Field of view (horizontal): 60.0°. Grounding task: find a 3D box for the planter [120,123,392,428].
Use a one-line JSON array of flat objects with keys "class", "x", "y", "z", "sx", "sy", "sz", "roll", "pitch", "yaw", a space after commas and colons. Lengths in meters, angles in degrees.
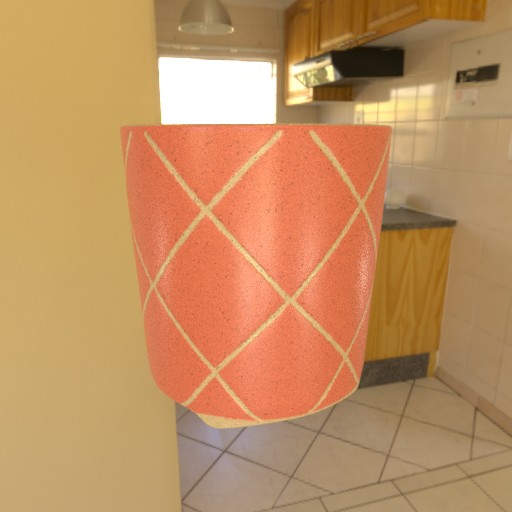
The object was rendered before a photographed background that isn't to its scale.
[{"class": "planter", "x": 0.000, "y": 0.000, "z": 0.417, "sx": 0.227, "sy": 0.235, "sz": 0.227, "roll": 0, "pitch": 15, "yaw": 0}]
